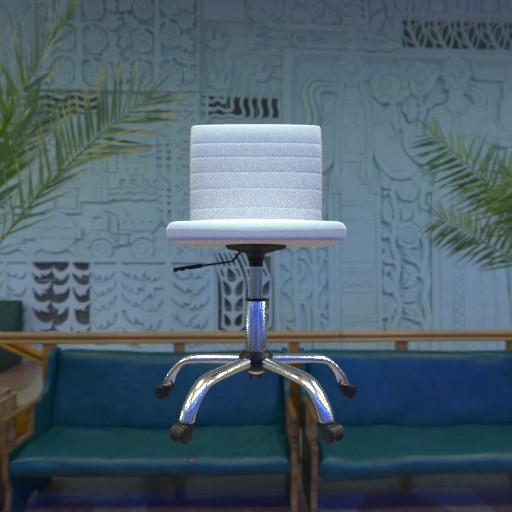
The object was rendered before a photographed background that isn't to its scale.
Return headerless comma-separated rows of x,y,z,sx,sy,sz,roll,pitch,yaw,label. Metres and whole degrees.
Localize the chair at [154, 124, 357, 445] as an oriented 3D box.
0.000,0.000,1.165,0.556,0.780,0.530,0,-1,0,chair
